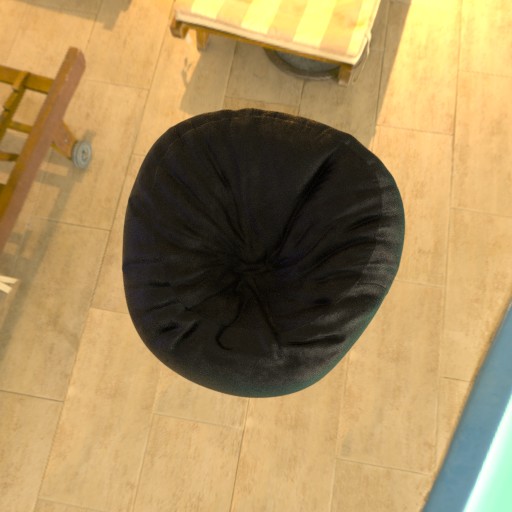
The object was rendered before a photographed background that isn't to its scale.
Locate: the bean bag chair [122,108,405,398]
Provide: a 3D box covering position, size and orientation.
[{"bbox_3d":[0.000,0.000,2.500,1.524,0.878,1.524,15,75,4],"label":"bean bag chair"}]
